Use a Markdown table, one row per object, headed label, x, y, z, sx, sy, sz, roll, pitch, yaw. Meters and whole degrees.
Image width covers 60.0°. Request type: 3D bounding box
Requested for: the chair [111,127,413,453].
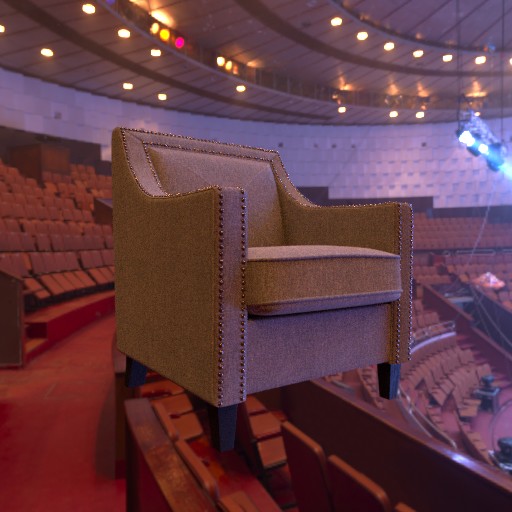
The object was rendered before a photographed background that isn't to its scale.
| label | x | y | z | sx | sy | sz | roll | pitch | yaw |
| --- | --- | --- | --- | --- | --- | --- | --- | --- | --- |
| chair | 0.000 | 0.000 | 1.577 | 0.776 | 0.967 | 0.884 | -1 | 2 | -35 |
